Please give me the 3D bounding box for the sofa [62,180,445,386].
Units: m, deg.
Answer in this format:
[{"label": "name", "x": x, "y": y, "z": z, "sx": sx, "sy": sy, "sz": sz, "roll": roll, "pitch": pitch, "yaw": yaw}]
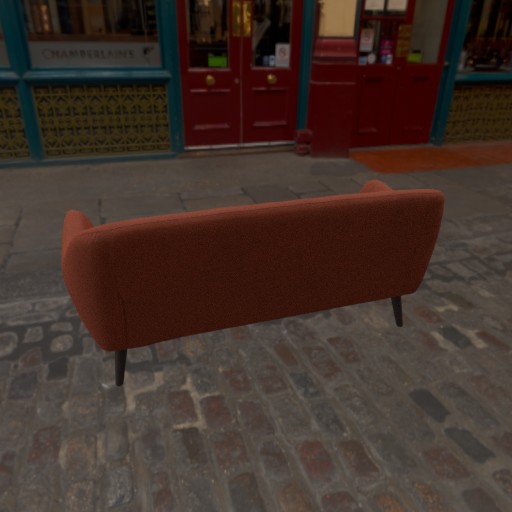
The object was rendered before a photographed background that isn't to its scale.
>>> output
[{"label": "sofa", "x": 0.000, "y": 0.000, "z": 2.297, "sx": 1.840, "sy": 0.836, "sz": 0.820, "roll": -8, "pitch": 27, "yaw": -16}]
